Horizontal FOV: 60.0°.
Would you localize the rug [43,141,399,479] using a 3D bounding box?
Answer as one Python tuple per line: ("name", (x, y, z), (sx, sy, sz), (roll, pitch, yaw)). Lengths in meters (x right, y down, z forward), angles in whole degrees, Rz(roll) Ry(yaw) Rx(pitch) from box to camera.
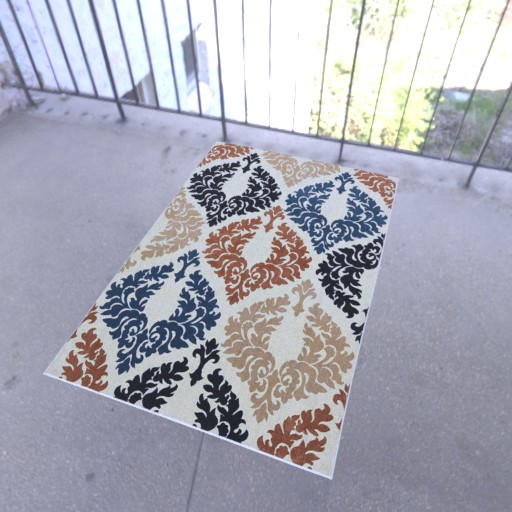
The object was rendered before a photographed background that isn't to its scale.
("rug", (0.000, 0.000, 2.824), (1.514, 0.014, 2.275), (15, 49, 13))
